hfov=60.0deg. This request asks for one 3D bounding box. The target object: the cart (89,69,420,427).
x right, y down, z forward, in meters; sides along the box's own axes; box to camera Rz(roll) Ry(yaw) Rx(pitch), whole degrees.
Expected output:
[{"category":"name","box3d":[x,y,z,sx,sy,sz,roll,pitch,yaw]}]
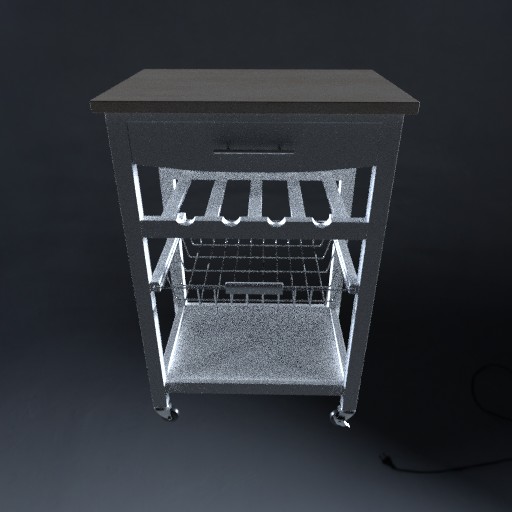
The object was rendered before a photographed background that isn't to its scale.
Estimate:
[{"category":"cart","box3d":[0.000,0.000,1.163,0.578,0.857,0.406,1,30,1]}]
